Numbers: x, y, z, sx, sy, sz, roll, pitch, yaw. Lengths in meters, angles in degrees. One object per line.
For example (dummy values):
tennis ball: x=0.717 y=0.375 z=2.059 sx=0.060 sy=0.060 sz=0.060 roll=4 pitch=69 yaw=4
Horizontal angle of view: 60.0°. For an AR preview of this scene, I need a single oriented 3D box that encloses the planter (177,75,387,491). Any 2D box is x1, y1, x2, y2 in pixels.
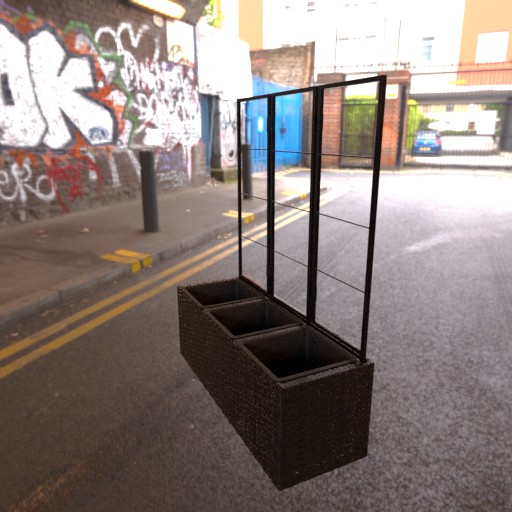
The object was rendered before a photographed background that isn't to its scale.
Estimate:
planter: x=0.000 y=0.000 z=1.182 sx=0.244 sy=0.841 sz=0.698 roll=-8 pitch=17 yaw=-26
